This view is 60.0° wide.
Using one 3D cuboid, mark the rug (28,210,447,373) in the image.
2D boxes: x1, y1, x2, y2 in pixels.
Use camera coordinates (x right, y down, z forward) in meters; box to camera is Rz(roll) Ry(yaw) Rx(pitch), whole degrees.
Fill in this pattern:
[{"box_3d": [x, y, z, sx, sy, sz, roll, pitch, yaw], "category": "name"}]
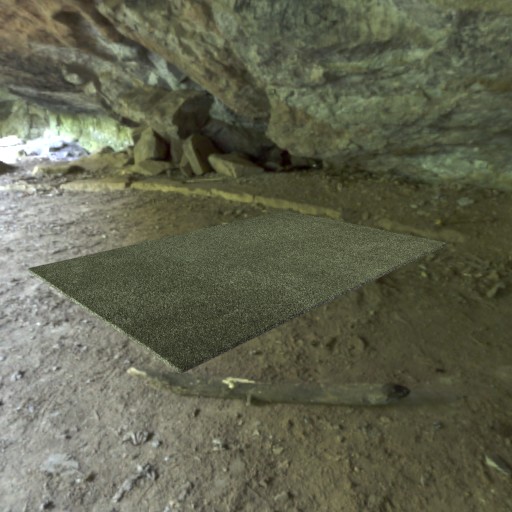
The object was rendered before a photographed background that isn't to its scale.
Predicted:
[{"box_3d": [0.000, 0.000, 3.384, 2.699, 0.026, 1.802, -17, 25, -42], "category": "rug"}]
